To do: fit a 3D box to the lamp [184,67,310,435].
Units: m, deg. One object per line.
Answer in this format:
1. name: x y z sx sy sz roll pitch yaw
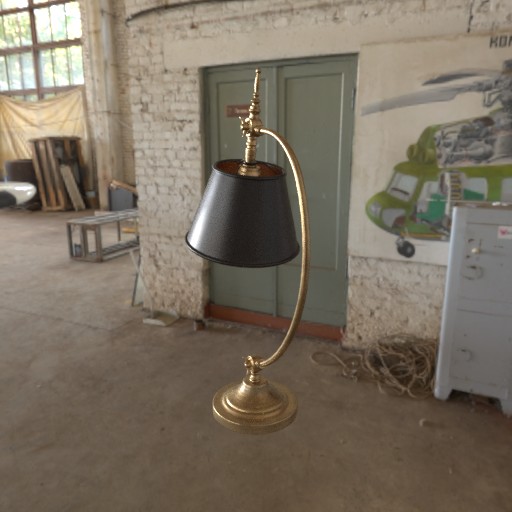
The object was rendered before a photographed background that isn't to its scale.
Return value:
1. lamp: 0.000 0.000 0.855 0.235 0.675 0.344 -7 15 -27
